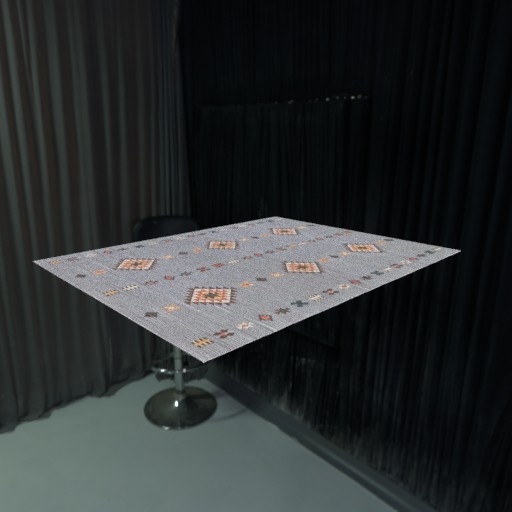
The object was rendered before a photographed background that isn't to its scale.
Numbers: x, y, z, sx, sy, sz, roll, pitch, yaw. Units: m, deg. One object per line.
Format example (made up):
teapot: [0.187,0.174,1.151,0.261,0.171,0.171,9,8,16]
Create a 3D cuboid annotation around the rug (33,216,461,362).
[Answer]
rug: [0.000,0.000,4.014,3.035,0.008,2.425,-15,21,-42]
